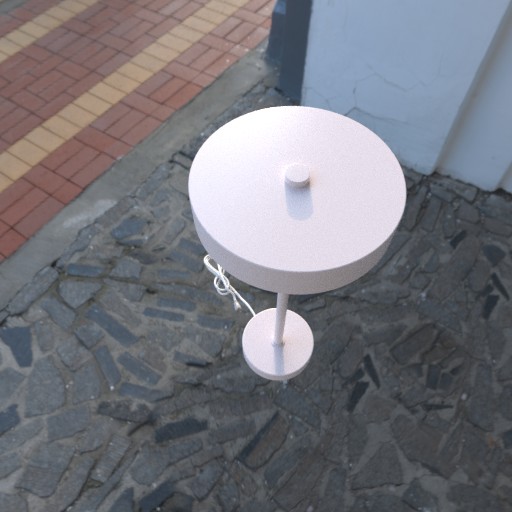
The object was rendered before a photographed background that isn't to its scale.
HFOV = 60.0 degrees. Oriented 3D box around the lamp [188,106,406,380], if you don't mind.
[{"bbox_3d":[0.000,0.000,0.706,0.229,0.508,0.369,-33,64,-19],"label":"lamp"}]
